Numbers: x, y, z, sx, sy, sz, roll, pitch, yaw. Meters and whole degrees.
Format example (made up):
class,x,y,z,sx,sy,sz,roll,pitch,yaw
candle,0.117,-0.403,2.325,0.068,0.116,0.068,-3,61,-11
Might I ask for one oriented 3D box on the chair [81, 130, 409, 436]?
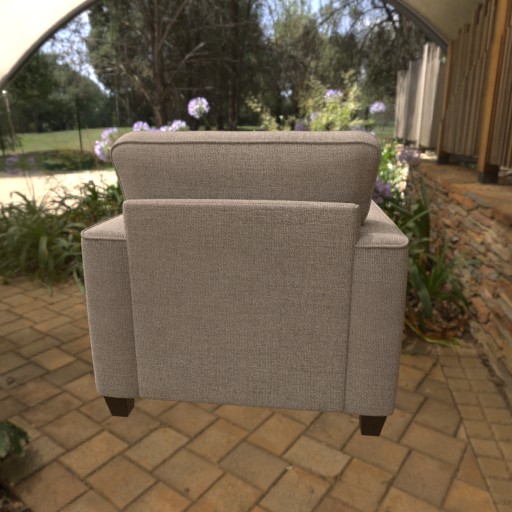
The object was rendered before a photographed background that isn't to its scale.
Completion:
class,x,y,z,sx,sy,sz,roll,pitch,yaw
chair,0.000,0.000,1.783,1.015,0.965,0.939,2,15,7
